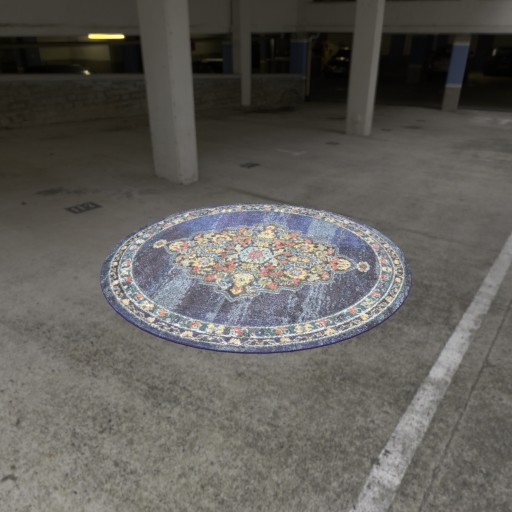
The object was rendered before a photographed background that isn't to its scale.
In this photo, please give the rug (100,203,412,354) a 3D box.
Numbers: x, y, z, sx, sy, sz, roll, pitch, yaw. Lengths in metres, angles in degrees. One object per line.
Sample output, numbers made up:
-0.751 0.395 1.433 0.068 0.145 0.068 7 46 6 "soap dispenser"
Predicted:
0.000 0.000 2.368 1.591 0.010 1.591 0 27 0 "rug"
